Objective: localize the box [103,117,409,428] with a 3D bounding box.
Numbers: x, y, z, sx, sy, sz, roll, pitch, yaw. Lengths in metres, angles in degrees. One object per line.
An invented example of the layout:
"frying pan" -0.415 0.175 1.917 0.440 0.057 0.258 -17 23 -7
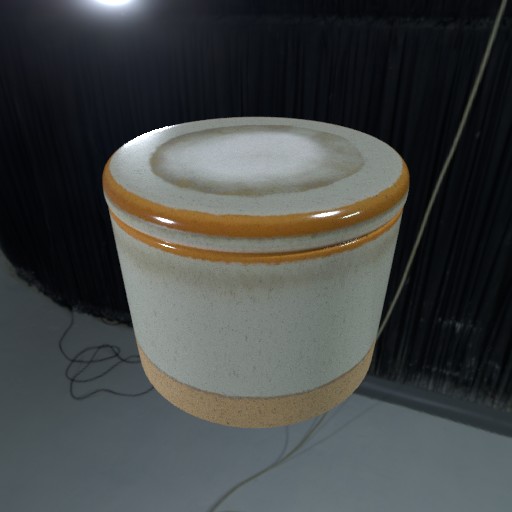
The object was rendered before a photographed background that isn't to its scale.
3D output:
"box" 0.000 0.000 0.208 0.123 0.100 0.123 0 31 0
